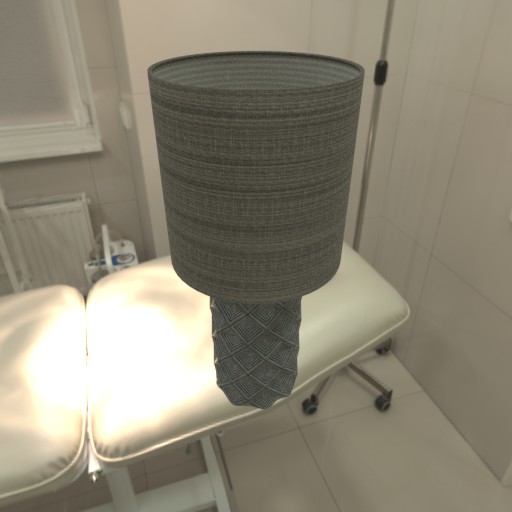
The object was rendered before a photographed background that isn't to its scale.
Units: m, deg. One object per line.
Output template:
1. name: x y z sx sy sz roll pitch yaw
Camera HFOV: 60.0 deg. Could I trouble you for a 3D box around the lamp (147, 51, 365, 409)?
1. lamp: 0.000 0.000 0.710 0.268 0.566 0.269 -10 34 -16
